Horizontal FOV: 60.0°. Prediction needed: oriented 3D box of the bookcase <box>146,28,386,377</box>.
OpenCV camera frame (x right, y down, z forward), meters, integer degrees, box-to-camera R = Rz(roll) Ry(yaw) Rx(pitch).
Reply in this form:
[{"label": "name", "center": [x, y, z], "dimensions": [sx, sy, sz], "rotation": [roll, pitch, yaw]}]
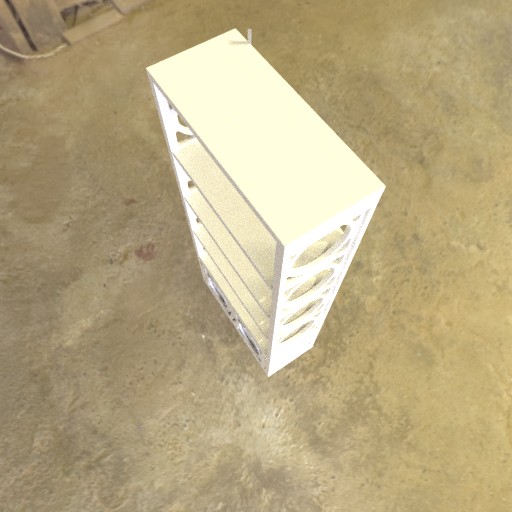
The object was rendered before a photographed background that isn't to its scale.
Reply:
[{"label": "bookcase", "center": [0.000, 0.000, 2.100], "dimensions": [0.361, 1.869, 0.761], "rotation": [-31, 68, -14]}]
